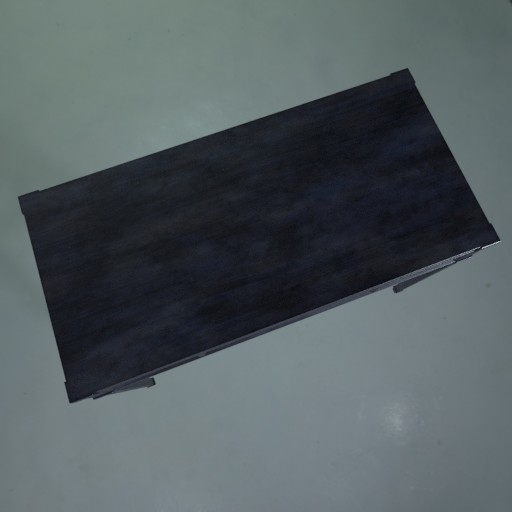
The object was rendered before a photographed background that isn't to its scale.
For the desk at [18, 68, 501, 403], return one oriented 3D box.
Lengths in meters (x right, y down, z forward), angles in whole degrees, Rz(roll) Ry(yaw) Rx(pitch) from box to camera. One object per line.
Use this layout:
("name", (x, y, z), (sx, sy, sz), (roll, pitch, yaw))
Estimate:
("desk", (0.000, 0.000, 1.723), (1.289, 0.861, 0.630), (-20, 76, -5))
